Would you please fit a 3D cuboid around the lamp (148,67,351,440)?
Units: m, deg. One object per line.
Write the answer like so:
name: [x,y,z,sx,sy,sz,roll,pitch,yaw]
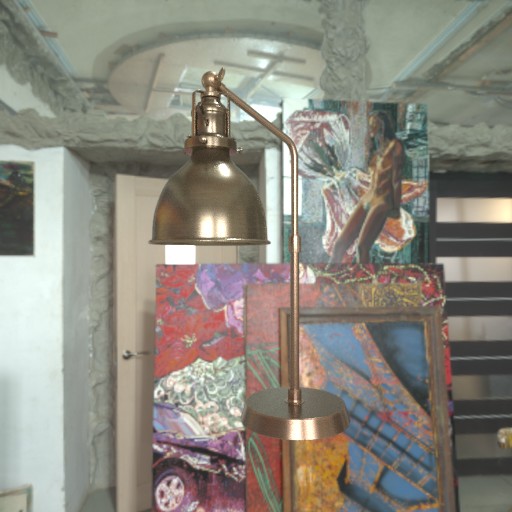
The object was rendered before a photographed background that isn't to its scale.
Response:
lamp: [0.000,0.000,0.586,0.286,0.456,0.153,0,0,-35]
